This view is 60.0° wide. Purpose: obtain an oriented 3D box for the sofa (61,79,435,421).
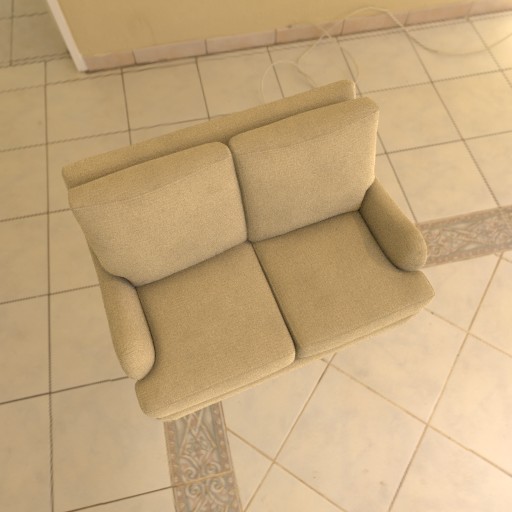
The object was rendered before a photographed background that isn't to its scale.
[{"bbox_3d":[0.000,0.000,2.192,1.480,0.999,1.087,-20,66,-9],"label":"sofa"}]
